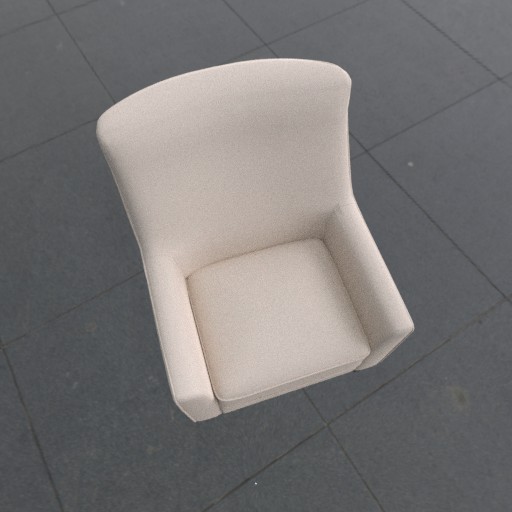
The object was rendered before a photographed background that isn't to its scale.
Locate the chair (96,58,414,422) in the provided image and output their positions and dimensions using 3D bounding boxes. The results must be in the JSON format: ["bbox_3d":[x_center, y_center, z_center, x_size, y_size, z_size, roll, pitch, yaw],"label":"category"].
[{"bbox_3d":[0.000,0.000,1.536,0.756,0.916,0.879,-15,64,-8],"label":"chair"}]
